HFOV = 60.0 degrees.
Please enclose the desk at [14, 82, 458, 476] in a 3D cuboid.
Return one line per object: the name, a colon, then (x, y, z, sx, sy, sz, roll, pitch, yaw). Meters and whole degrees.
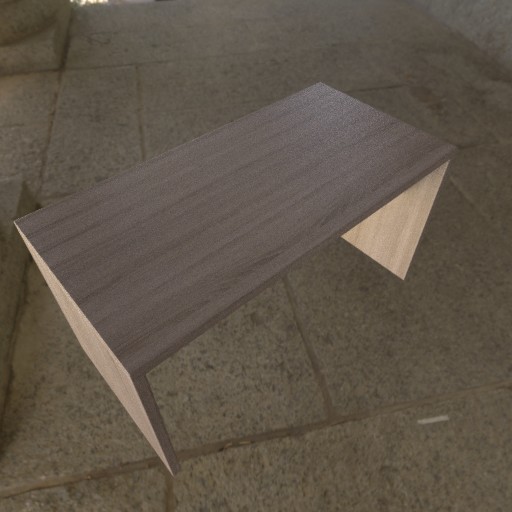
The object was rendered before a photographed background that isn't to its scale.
desk: (0.000, 0.000, 1.770, 1.380, 0.745, 0.690, -33, 55, -27)
